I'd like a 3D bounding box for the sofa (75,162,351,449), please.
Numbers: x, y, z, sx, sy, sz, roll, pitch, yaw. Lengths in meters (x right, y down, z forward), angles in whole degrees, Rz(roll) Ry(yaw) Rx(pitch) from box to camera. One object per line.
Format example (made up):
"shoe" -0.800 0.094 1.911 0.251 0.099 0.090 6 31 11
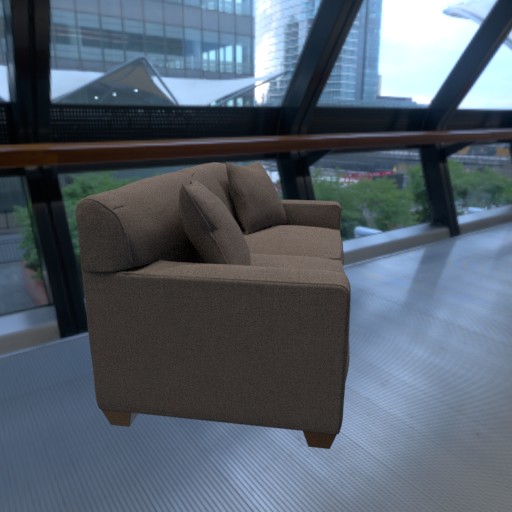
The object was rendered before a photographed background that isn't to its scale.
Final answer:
"sofa" 0.000 0.000 2.422 1.000 0.958 1.846 3 16 9
